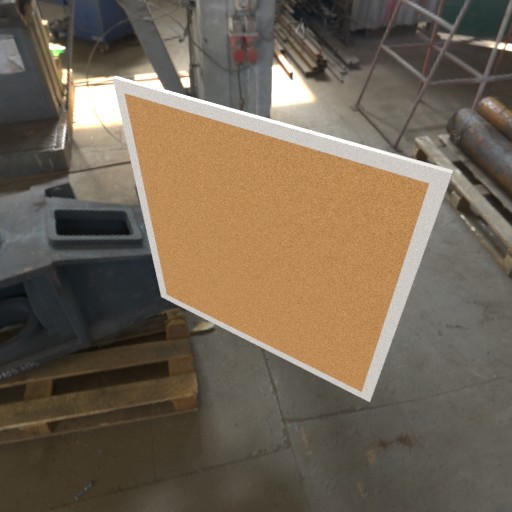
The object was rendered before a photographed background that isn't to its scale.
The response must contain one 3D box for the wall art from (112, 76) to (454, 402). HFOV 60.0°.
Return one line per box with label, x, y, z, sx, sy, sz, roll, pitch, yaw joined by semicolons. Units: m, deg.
wall art;0.000;0.000;0.835;0.558;0.559;0.009;23;48;22
